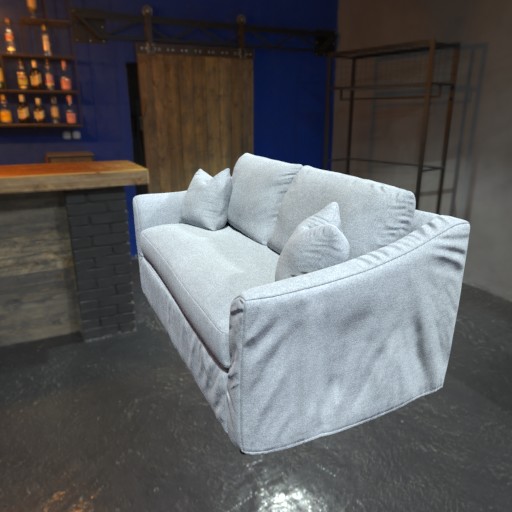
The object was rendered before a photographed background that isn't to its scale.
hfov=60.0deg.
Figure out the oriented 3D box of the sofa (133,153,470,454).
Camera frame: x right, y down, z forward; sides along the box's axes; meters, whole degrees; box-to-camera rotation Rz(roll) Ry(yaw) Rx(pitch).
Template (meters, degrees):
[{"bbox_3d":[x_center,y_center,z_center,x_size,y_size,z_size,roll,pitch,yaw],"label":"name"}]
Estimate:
[{"bbox_3d":[0.000,0.000,2.581,1.072,1.018,2.010,-8,20,-24],"label":"sofa"}]
